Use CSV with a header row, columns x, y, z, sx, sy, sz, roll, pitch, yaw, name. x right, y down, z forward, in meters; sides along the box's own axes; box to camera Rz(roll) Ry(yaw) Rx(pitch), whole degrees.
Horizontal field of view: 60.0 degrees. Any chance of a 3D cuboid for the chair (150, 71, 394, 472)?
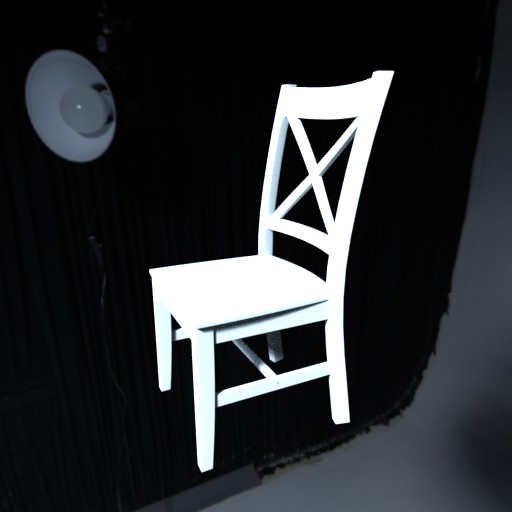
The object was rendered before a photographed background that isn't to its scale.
x,y,z,sx,sy,sz,roll,pitch,yaw,name
0.000,0.000,1.299,0.542,0.983,0.485,-8,19,-25,chair
